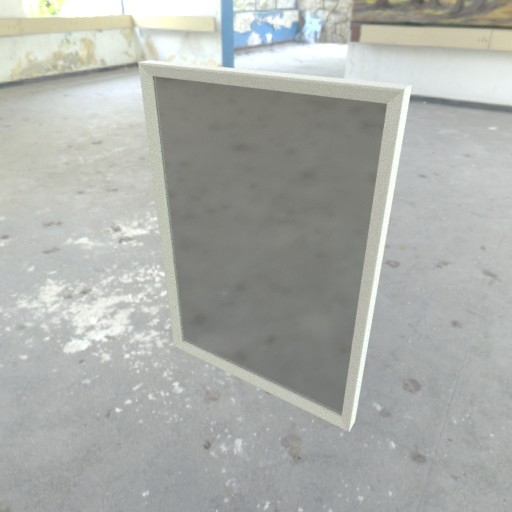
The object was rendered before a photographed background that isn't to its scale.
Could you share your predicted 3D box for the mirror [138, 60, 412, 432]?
[{"bbox_3d":[0.000,0.000,0.916,0.507,0.710,0.039,18,35,28],"label":"mirror"}]
